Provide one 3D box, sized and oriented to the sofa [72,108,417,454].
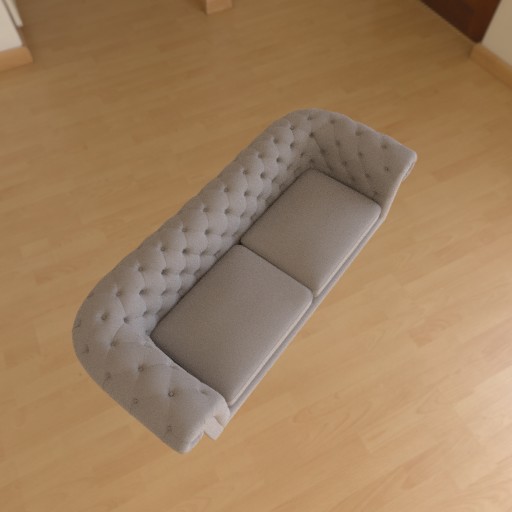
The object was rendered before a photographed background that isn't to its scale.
[{"bbox_3d":[0.000,0.000,2.900,0.991,0.749,2.411,33,64,19],"label":"sofa"}]
